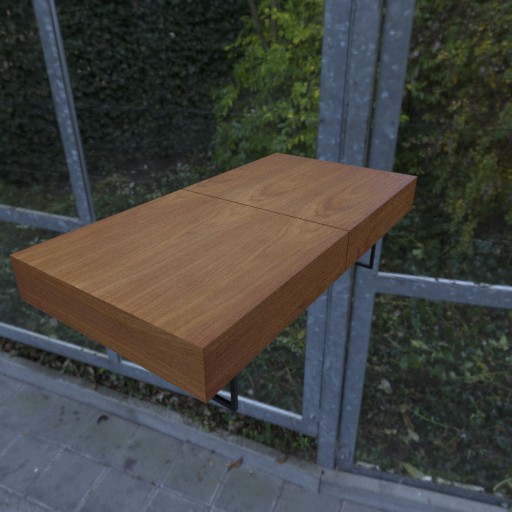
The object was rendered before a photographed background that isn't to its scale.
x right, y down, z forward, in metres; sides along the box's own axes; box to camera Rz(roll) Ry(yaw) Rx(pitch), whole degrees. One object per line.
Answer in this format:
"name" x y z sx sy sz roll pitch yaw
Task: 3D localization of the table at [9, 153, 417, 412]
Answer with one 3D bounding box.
"table" 0.000 0.000 1.419 0.610 0.330 1.194 18 32 31
